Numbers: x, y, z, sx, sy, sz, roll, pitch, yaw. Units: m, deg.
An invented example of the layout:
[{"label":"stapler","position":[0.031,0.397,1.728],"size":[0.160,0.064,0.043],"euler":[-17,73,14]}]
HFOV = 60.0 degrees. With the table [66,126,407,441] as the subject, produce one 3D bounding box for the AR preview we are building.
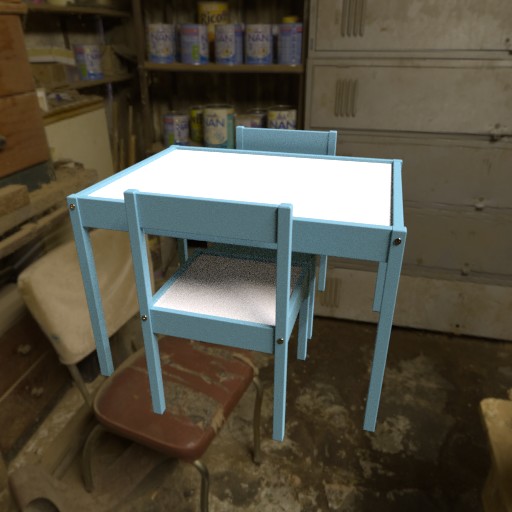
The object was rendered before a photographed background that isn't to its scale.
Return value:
[{"label":"table","position":[0.000,0.000,1.088],"size":[0.639,0.503,0.633],"euler":[7,27,14]}]
